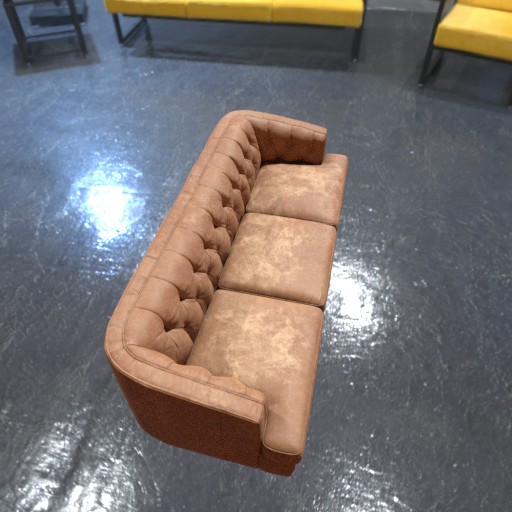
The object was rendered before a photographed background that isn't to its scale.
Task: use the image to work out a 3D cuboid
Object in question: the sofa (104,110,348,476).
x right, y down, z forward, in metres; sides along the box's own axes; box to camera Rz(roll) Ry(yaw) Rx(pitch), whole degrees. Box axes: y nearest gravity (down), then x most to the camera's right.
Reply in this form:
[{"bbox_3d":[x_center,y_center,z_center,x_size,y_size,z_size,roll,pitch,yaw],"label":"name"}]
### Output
[{"bbox_3d":[0.000,0.000,2.690,0.922,0.791,2.257,10,48,9],"label":"sofa"}]
